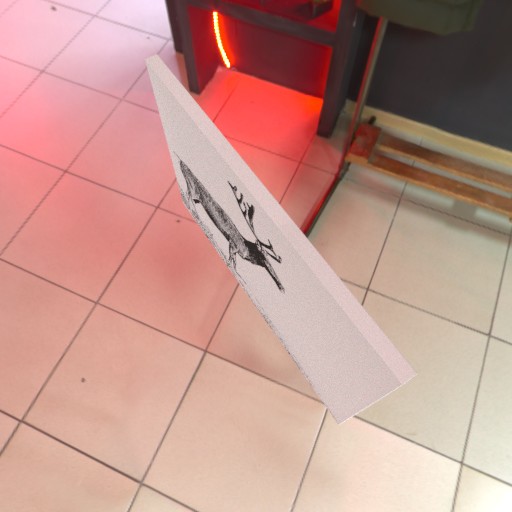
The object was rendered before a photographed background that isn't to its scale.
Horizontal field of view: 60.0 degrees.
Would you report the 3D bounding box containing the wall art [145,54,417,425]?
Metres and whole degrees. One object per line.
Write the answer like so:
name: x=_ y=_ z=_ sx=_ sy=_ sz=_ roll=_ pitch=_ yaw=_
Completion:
wall art: x=0.000 y=0.000 z=1.163 sx=0.033 sy=0.617 sz=0.906 roll=-31 pitch=67 yaw=-14
